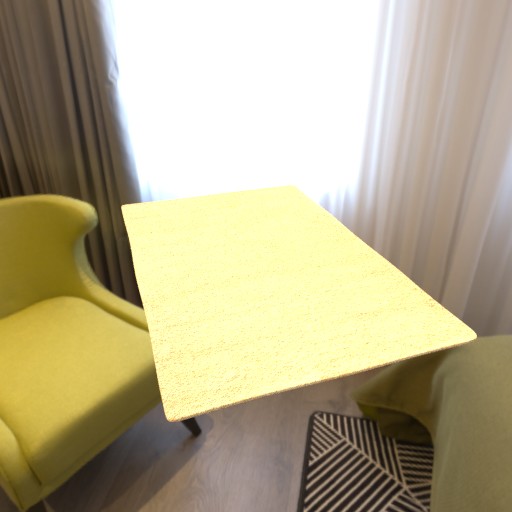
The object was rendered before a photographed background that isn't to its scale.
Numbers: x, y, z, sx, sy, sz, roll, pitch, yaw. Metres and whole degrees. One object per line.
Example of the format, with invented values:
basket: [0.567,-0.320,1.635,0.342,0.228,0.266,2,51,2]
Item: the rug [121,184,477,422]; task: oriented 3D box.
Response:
rug: [0.000,0.000,3.395,1.798,0.025,2.698,-10,31,-17]
